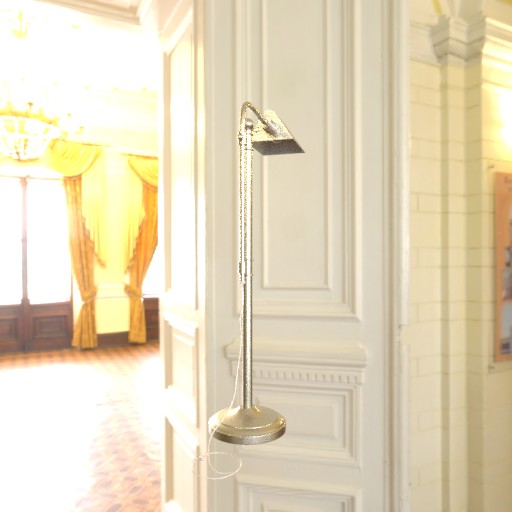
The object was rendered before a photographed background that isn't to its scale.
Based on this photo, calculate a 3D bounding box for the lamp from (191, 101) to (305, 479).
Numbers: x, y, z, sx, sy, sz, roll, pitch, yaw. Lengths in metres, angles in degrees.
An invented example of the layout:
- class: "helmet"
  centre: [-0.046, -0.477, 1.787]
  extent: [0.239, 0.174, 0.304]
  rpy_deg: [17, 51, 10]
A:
- class: "lamp"
  centre: [0.000, 0.000, 0.965]
  extent: [0.159, 0.708, 0.546]
  rpy_deg: [0, 0, 17]
